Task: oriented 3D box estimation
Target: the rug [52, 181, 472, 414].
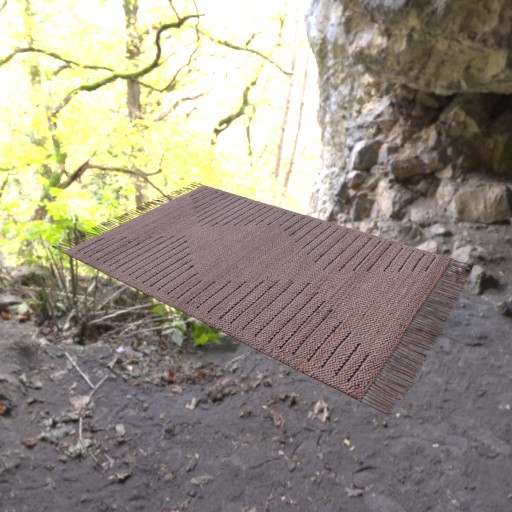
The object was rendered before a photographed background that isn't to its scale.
[{"bbox_3d":[0.000,0.000,2.498,2.085,0.027,1.224,21,37,30],"label":"rug"}]
